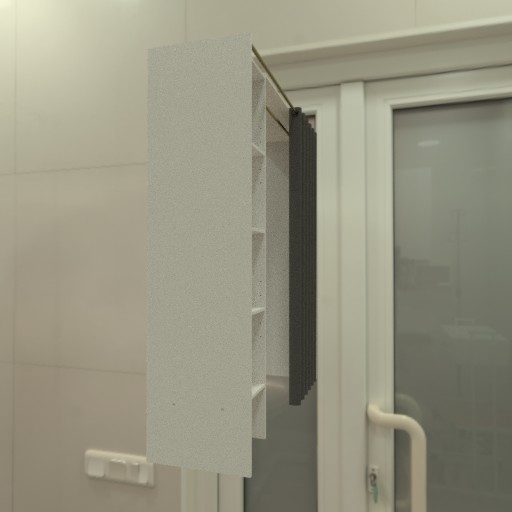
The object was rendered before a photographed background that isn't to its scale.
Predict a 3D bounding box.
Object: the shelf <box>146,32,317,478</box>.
[{"bbox_3d":[0.000,0.000,2.627,0.500,1.810,1.600,0,-1,17],"label":"shelf"}]
